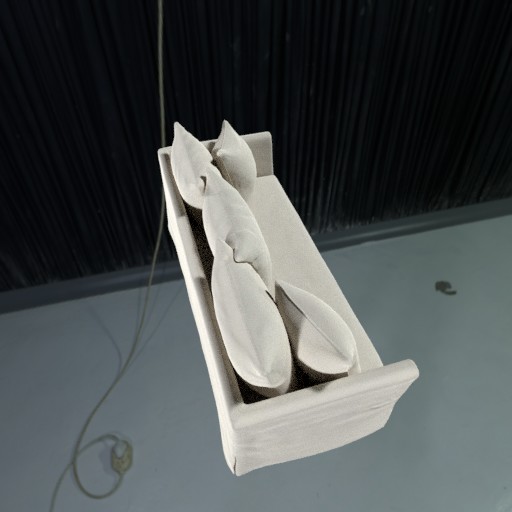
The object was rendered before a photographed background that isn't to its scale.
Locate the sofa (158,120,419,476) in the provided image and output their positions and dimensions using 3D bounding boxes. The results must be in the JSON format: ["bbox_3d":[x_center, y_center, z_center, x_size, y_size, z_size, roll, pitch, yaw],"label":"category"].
[{"bbox_3d":[0.000,0.000,3.131,1.046,1.047,2.499,-12,46,-12],"label":"sofa"}]
